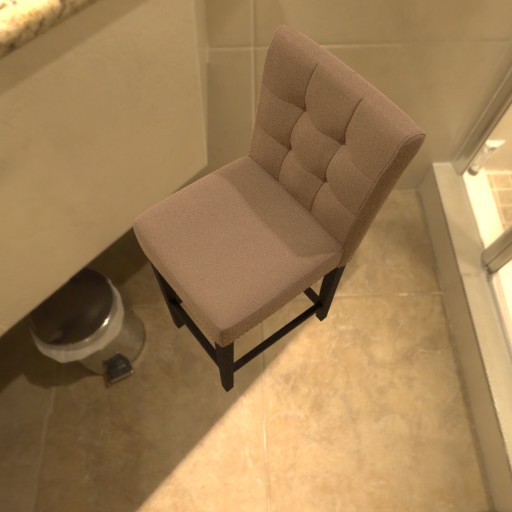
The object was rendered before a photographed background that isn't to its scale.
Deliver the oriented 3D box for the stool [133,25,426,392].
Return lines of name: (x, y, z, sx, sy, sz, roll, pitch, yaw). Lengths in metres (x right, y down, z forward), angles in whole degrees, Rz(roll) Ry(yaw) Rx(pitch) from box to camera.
stool: (0.000, 0.000, 1.288, 0.548, 1.047, 0.411, -36, 69, -16)
